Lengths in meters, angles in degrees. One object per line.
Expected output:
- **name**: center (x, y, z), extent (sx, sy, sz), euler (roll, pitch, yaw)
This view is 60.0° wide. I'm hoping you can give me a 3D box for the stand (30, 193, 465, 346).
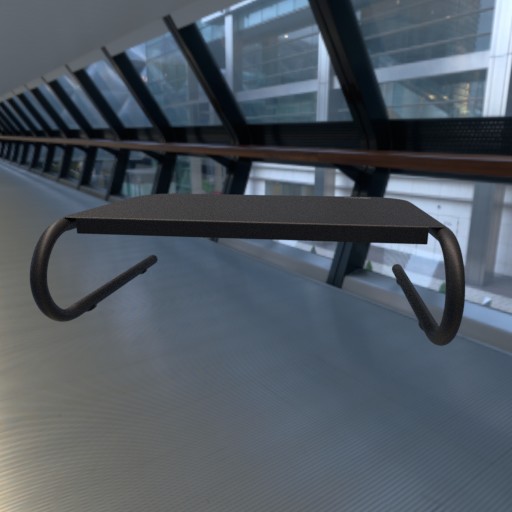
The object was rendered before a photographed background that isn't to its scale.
- **stand**: center (0.000, 0.000, 0.501), extent (0.370, 0.108, 0.280), euler (2, 14, 8)
